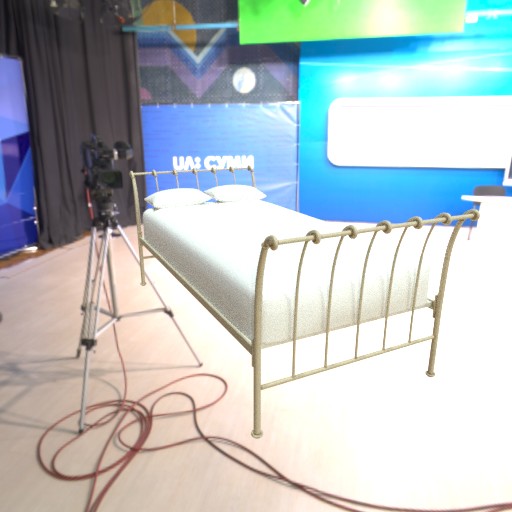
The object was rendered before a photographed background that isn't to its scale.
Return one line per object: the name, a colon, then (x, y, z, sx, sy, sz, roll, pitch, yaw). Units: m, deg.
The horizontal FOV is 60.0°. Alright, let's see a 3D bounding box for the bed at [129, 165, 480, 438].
bed: (0.000, 0.000, 2.724, 1.032, 0.873, 2.228, -9, 19, -26)
